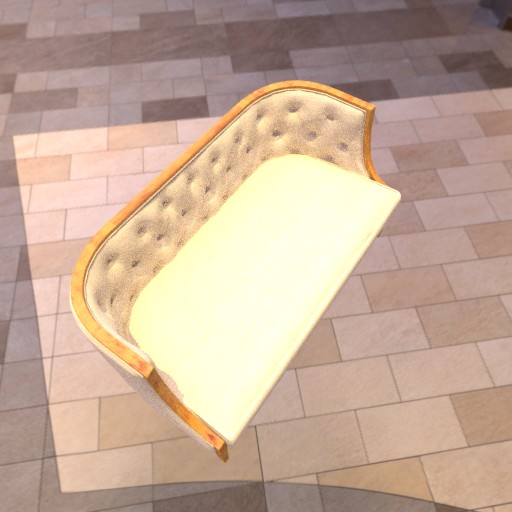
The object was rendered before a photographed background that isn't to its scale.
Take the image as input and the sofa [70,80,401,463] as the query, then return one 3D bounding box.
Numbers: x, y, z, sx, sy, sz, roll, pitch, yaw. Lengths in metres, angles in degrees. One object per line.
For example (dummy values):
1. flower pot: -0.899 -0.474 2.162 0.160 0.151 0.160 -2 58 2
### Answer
1. sofa: 0.000 0.000 1.959 0.770 0.775 1.474 31 63 18
